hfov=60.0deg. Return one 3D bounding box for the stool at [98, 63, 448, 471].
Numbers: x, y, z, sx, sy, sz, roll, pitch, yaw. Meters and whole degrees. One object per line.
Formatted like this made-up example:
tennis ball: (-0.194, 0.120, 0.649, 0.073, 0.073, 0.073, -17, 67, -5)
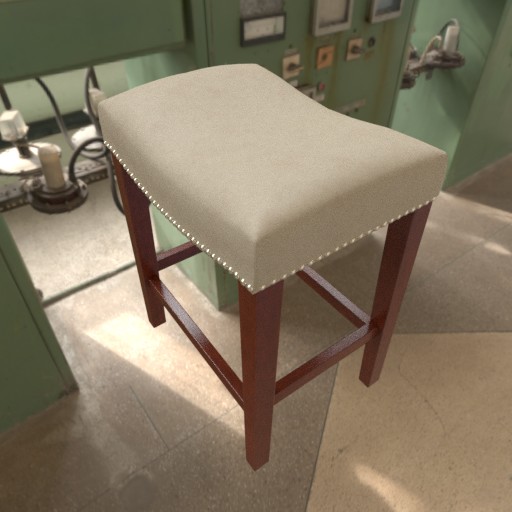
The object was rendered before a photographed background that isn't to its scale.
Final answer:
stool: (0.000, 0.000, 0.926, 0.375, 0.632, 0.509, -26, 47, -26)
